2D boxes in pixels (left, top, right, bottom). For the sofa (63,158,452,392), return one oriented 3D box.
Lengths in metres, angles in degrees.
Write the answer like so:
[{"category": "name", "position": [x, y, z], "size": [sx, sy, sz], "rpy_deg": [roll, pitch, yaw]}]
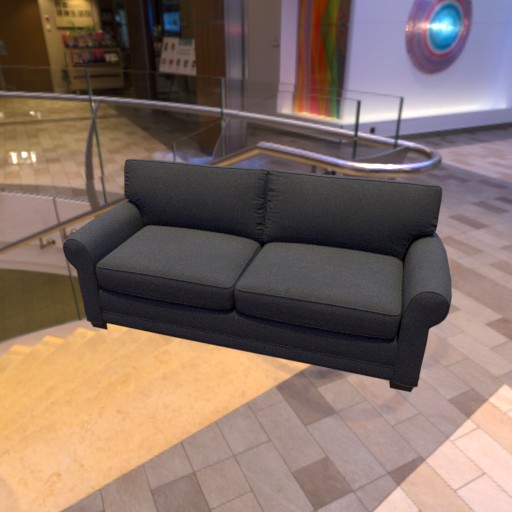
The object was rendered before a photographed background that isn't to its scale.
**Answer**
[{"category": "sofa", "position": [0.000, 0.000, 2.976], "size": [2.391, 1.026, 0.954], "rpy_deg": [8, 28, 15]}]
